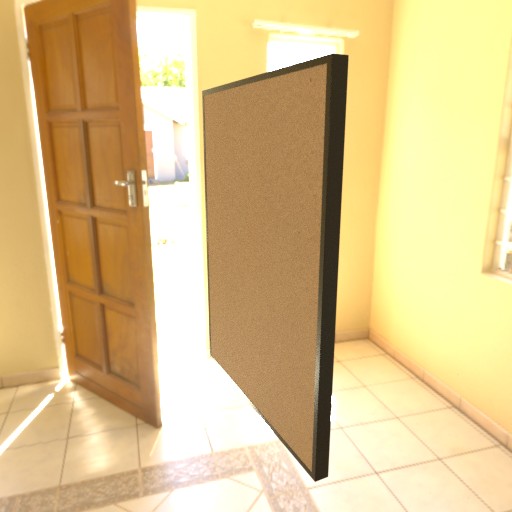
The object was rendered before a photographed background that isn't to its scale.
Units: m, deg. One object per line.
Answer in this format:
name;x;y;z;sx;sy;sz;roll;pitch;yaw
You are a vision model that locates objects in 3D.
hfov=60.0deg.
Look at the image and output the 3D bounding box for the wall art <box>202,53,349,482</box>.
wall art;0.000;0.000;1.389;0.043;1.046;0.788;-7;16;-25
